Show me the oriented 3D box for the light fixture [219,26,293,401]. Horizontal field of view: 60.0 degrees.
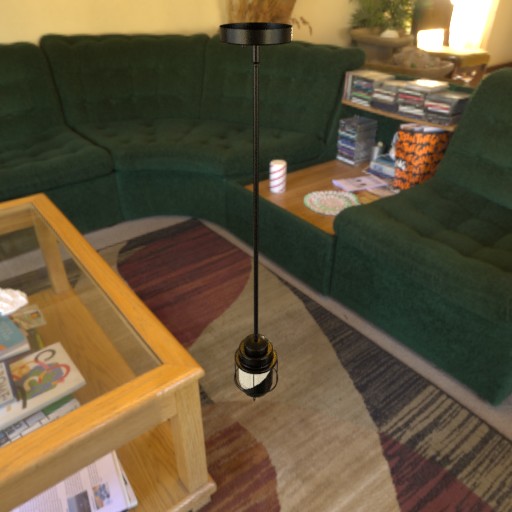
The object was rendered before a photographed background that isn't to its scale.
[{"bbox_3d":[0.000,0.000,0.994,0.123,0.920,0.123,20,38,28],"label":"light fixture"}]
